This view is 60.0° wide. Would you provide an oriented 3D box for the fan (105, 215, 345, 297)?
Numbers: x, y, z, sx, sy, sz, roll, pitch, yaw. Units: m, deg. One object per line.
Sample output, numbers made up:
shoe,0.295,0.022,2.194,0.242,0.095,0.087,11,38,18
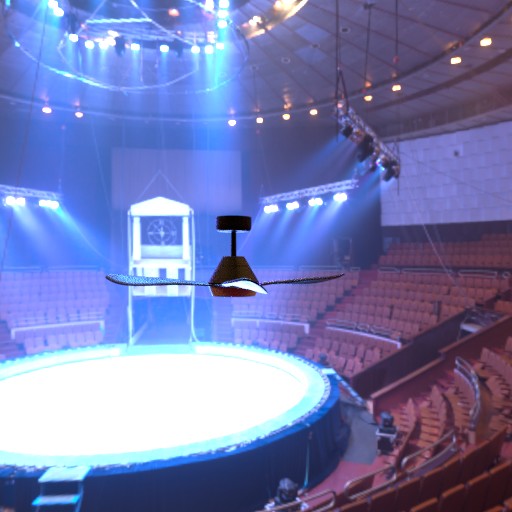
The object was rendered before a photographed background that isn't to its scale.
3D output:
fan,0.000,0.000,1.651,1.067,0.305,1.067,1,-2,-18
